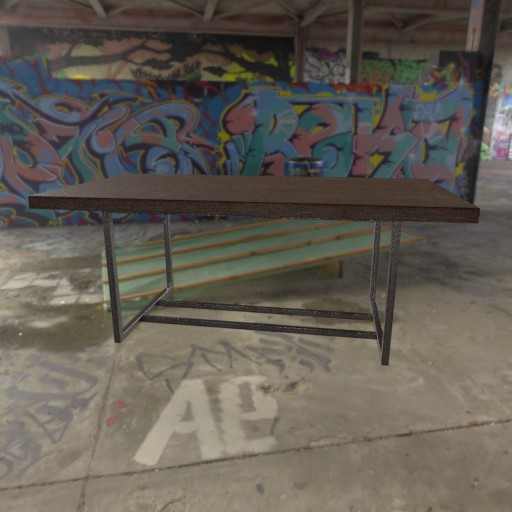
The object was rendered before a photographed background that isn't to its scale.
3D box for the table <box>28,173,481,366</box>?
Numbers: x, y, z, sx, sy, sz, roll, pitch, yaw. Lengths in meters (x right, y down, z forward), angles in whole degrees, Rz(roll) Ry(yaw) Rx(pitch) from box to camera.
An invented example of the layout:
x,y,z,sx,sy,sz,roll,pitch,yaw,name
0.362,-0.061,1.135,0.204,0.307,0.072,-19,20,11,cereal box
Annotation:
x,y,z,sx,sy,sz,roll,pitch,yaw,name
0.000,0.000,2.531,1.989,0.795,1.078,3,16,9,table
